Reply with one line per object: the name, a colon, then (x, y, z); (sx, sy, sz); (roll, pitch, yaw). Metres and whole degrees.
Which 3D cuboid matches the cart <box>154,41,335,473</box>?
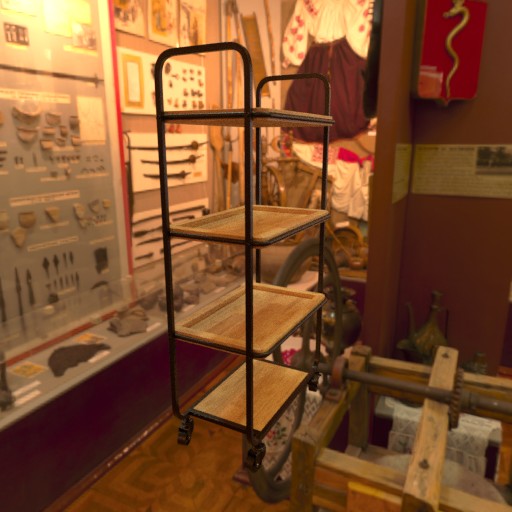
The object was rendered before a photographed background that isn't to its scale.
cart: (0.000, 0.000, 1.338); (0.321, 1.080, 0.545); (8, 17, 27)
